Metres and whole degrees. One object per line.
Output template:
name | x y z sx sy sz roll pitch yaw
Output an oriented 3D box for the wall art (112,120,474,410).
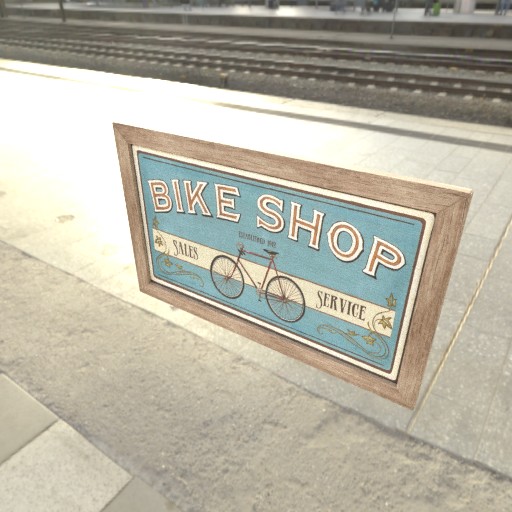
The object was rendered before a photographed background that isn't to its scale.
wall art | 0.000 0.000 0.974 0.780 0.480 0.021 18 36 28
